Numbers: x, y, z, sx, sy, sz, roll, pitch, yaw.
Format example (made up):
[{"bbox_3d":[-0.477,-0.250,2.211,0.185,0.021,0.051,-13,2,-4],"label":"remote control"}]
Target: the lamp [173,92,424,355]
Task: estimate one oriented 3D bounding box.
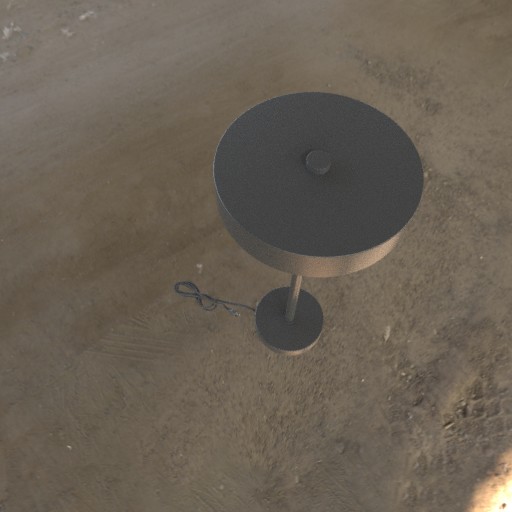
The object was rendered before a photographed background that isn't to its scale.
[{"bbox_3d":[0.000,0.000,0.708,0.369,0.508,0.229,15,63,8],"label":"lamp"}]
